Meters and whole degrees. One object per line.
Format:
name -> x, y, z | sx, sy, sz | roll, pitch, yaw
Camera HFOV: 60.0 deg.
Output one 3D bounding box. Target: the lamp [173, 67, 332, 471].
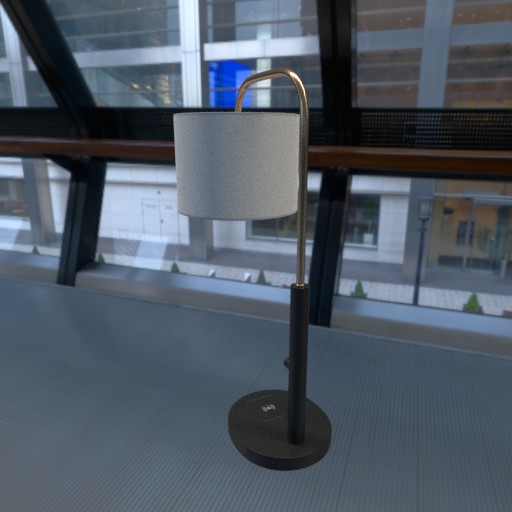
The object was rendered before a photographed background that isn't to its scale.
lamp -> 0.000, 0.000, 0.705 | 0.199, 0.540, 0.337 | -7, 17, -25
